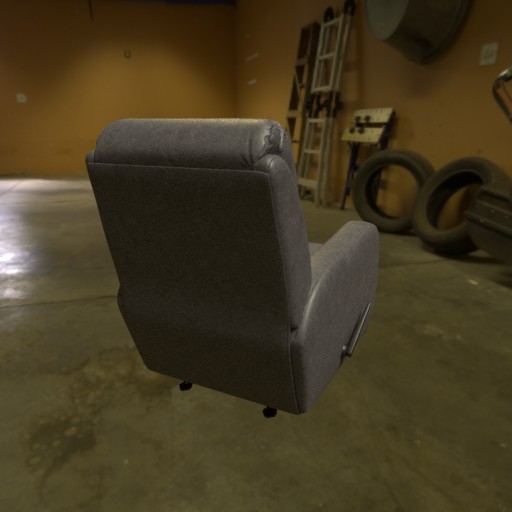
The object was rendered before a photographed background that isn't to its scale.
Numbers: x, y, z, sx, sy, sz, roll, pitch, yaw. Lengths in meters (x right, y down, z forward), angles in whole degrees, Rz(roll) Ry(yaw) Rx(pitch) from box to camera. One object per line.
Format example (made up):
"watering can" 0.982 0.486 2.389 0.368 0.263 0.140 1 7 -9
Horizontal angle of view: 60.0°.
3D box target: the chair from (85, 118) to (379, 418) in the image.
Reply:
"chair" 0.000 0.000 1.813 0.865 1.067 1.067 8 18 26
